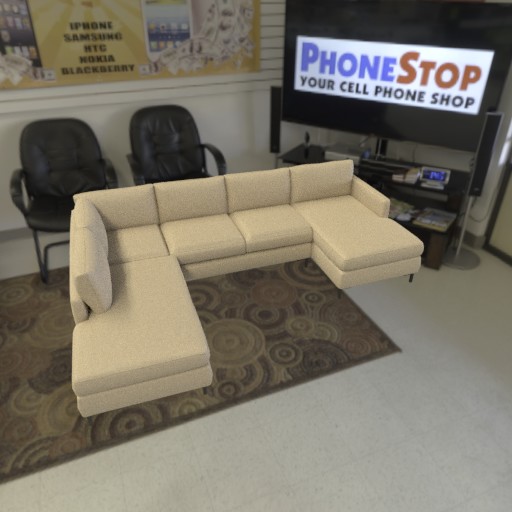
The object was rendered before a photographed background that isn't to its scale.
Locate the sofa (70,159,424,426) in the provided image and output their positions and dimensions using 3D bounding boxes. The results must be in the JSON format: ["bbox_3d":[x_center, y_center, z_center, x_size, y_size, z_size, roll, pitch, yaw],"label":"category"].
[{"bbox_3d":[0.000,0.000,3.482,2.737,0.756,1.879,-10,33,-16],"label":"sofa"}]
